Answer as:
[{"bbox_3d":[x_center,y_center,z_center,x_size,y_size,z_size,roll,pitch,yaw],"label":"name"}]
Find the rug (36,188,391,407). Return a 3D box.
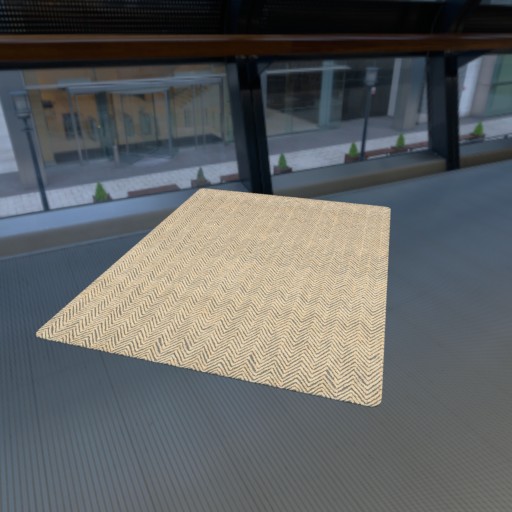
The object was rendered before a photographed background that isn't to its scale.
[{"bbox_3d":[0.000,0.000,4.245,2.439,0.014,3.207,8,30,14],"label":"rug"}]
